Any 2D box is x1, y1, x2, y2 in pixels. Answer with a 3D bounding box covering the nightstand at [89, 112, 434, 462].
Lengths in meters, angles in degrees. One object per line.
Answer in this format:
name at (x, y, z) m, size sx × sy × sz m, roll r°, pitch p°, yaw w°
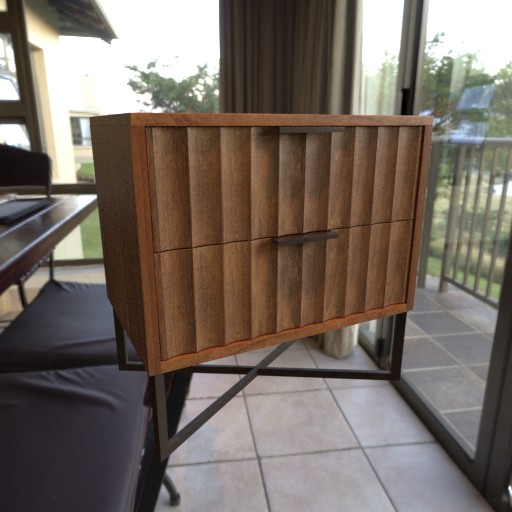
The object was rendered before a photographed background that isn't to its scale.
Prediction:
nightstand at (0.000, 0.000, 1.023) m, size 0.613 × 0.615 × 0.427 m, roll -8°, pitch 18°, yaw -26°
